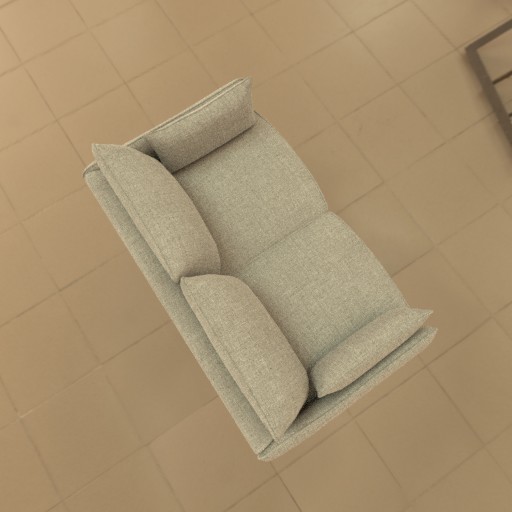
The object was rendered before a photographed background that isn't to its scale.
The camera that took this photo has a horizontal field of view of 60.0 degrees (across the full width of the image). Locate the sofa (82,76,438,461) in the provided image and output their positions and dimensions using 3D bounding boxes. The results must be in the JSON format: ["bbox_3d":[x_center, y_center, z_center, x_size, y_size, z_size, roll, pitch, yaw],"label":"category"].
[{"bbox_3d":[0.000,0.000,2.136,0.972,0.851,1.580,-33,78,-8],"label":"sofa"}]
